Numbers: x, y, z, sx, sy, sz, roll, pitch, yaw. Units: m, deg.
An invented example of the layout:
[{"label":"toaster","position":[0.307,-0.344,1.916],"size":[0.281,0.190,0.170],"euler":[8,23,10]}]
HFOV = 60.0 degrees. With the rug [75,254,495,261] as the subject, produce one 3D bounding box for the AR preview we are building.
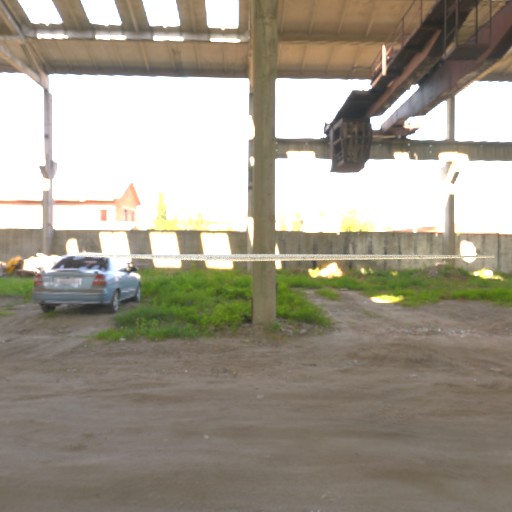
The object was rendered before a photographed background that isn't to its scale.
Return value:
[{"label":"rug","position":[0.000,0.000,4.007],"size":[2.420,0.019,3.038],"euler":[0,1,-35]}]
